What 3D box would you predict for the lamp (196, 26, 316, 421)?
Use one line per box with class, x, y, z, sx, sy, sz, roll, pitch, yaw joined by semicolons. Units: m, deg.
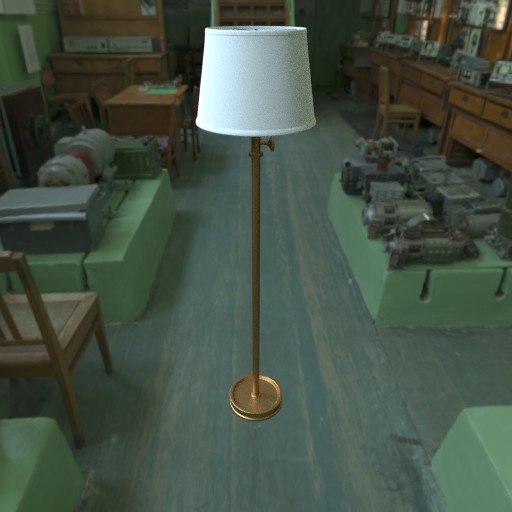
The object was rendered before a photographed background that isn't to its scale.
lamp;0.000;0.000;0.777;0.178;0.710;0.178;0;29;0
